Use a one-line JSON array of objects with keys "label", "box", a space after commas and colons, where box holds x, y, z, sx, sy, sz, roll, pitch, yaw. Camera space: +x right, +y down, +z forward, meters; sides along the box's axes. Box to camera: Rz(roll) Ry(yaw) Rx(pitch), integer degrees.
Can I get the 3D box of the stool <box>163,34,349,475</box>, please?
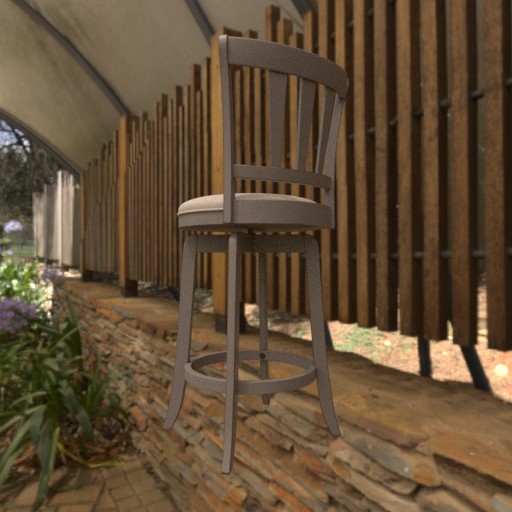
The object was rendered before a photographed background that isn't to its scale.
[{"label": "stool", "box": [0.000, 0.000, 1.267, 0.436, 1.023, 0.475, 0, 0, -36]}]
